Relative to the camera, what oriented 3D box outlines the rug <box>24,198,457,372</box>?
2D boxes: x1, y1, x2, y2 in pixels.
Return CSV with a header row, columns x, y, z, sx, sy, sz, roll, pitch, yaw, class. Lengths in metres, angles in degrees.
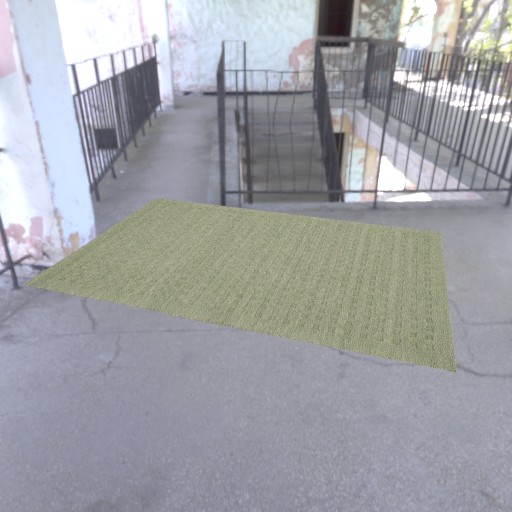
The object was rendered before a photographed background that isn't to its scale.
x,y,z,sx,sy,sz,roll,pitch,yaw,class
0.000,0.000,2.164,1.747,0.006,1.143,9,29,16,rug
